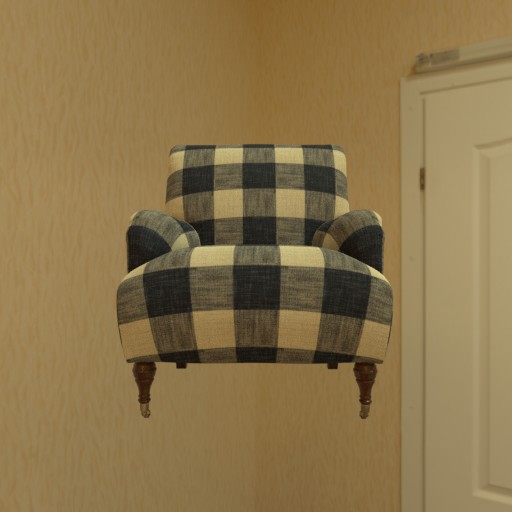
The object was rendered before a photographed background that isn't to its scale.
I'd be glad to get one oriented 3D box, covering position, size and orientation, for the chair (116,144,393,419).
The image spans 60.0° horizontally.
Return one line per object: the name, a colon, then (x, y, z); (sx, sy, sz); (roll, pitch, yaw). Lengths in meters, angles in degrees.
chair: (0.000, 0.000, 1.589); (0.781, 0.953, 0.848); (0, 0, 1)
